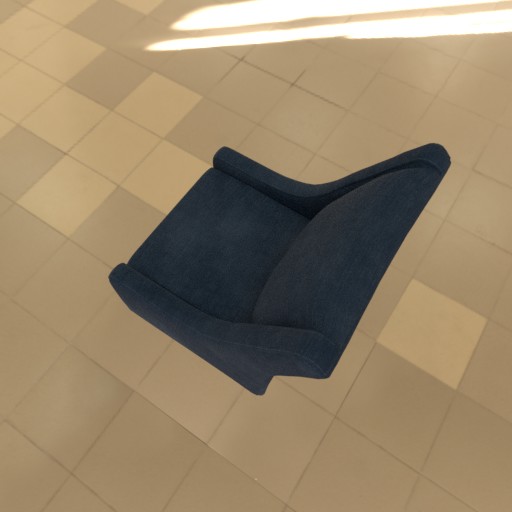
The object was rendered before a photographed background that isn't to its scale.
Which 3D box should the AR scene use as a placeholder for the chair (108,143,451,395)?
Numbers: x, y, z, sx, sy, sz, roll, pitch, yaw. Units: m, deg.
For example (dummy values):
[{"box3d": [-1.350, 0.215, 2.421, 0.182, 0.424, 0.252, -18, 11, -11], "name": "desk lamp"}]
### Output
[{"box3d": [0.000, 0.000, 1.656, 0.870, 1.014, 0.774, 30, 67, 14], "name": "chair"}]
